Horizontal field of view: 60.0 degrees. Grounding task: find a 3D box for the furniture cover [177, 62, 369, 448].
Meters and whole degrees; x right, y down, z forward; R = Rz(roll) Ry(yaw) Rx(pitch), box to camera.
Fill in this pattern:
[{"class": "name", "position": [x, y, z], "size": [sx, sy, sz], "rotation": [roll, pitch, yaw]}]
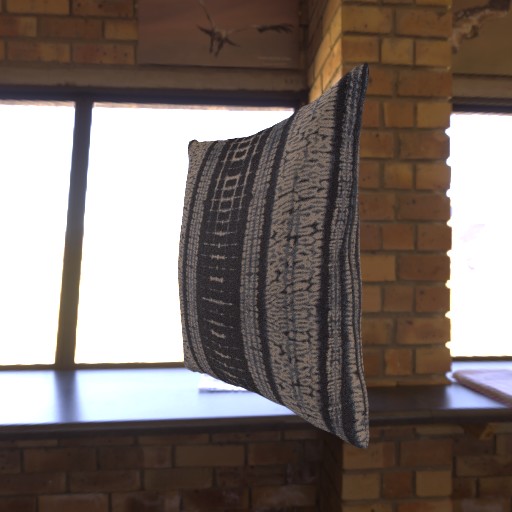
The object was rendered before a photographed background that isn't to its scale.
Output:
[{"class": "furniture cover", "position": [0.000, 0.000, 0.665], "size": [0.133, 0.435, 0.425], "rotation": [0, 0, -36]}]
